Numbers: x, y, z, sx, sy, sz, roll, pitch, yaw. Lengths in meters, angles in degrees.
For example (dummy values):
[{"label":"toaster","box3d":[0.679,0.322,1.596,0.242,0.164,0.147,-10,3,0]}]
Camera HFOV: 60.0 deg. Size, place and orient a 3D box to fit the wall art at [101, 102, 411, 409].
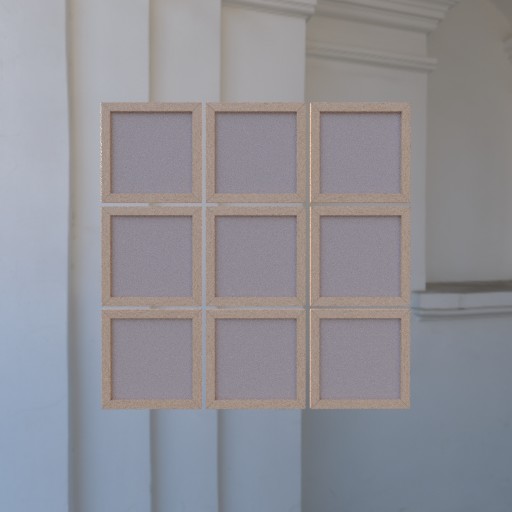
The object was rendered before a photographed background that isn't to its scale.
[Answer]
[{"label":"wall art","box3d":[0.000,0.000,1.752,1.217,1.207,0.016,0,0,0]}]
